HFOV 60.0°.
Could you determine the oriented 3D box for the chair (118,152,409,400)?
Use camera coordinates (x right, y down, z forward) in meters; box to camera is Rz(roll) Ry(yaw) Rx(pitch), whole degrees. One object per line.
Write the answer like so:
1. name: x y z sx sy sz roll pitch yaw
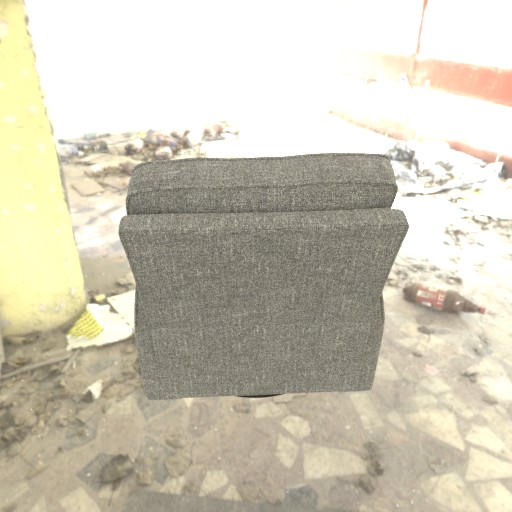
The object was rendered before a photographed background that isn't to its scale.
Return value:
1. chair: 0.000 0.000 1.703 0.861 0.962 0.964 -2 30 -3
